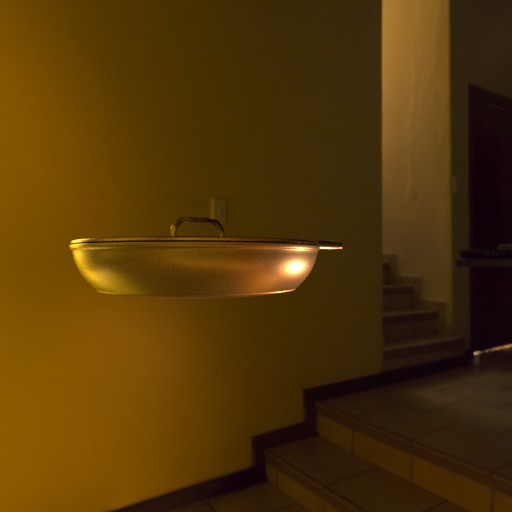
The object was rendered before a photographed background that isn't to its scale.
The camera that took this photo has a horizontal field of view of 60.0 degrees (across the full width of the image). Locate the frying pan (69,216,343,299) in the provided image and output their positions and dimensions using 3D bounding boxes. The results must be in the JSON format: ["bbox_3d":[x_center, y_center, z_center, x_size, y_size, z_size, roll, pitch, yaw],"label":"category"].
[{"bbox_3d":[0.000,0.000,0.591,0.272,0.086,0.490,0,-1,37],"label":"frying pan"}]
